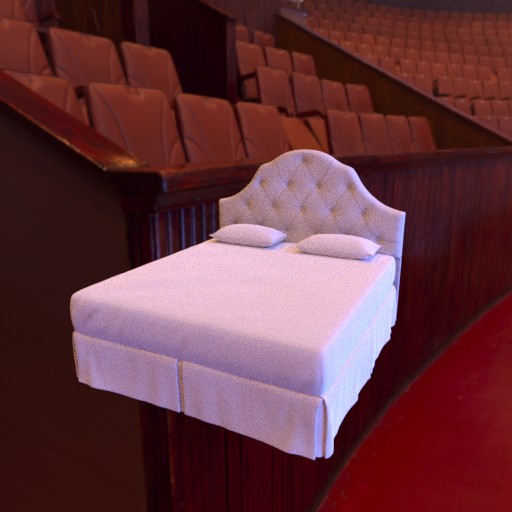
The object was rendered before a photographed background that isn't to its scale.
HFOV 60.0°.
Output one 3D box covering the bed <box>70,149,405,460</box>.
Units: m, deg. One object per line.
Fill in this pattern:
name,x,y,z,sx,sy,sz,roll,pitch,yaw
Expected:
bed,0.000,0.000,3.595,2.008,1.615,2.214,8,17,26
